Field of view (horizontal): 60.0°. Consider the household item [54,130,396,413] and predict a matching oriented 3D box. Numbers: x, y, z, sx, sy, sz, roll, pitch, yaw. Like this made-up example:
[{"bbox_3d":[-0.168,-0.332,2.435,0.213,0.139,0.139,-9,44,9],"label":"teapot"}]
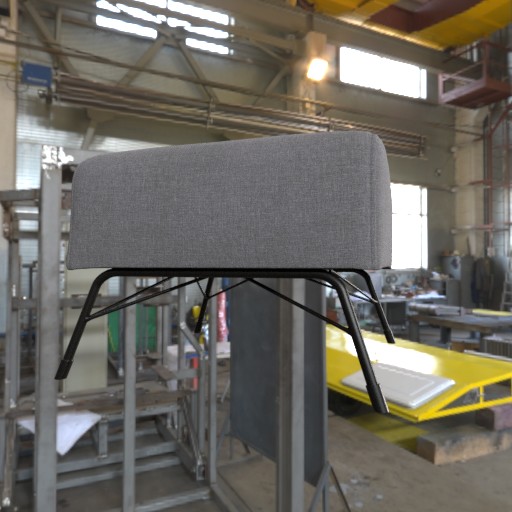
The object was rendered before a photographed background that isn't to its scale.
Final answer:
[{"bbox_3d":[0.000,0.000,0.897,0.530,0.410,0.530,0,-1,18],"label":"household item"}]
